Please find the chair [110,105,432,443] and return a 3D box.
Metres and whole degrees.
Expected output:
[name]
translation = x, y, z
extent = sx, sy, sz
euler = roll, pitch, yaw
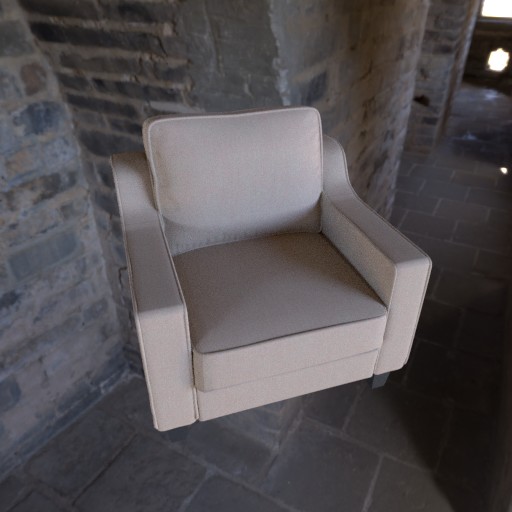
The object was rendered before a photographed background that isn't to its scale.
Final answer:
[chair]
translation = 0.000, 0.000, 1.660
extent = 0.922, 0.948, 0.882
euler = -10, 33, -15
